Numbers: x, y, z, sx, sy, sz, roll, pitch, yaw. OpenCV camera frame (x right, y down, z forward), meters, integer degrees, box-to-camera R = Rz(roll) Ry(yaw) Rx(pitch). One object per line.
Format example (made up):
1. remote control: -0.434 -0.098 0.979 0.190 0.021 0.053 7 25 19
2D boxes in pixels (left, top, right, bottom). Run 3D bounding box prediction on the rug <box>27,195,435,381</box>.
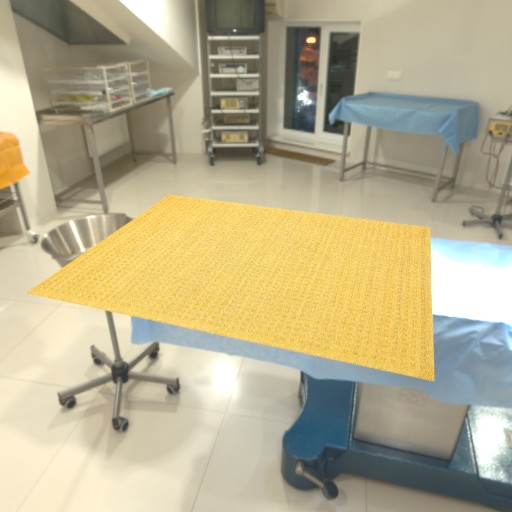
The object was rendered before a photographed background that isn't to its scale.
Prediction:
1. rug: 0.000 0.000 4.329 3.242 0.015 2.486 9 29 16
